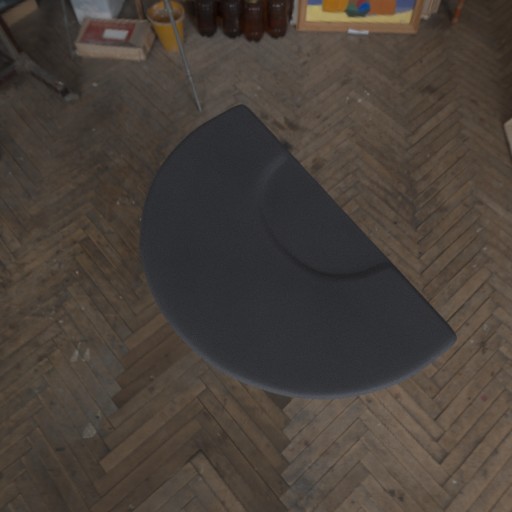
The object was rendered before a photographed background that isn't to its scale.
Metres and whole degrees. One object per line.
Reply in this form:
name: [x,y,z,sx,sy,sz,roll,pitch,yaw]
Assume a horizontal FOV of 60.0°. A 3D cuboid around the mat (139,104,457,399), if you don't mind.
mat: [0.000,0.000,1.902,0.917,0.022,1.525,-32,69,-14]
